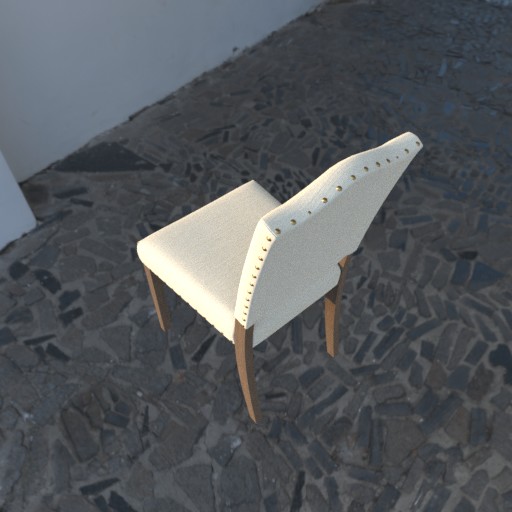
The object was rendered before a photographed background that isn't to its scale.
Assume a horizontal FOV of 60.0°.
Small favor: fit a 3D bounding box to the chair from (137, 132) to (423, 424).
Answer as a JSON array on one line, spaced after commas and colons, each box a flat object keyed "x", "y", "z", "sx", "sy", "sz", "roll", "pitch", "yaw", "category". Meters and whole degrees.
[{"x": 0.000, "y": 0.000, "z": 1.360, "sx": 0.508, "sy": 1.015, "sz": 0.619, "roll": -33, "pitch": 56, "yaw": -25, "category": "chair"}]
